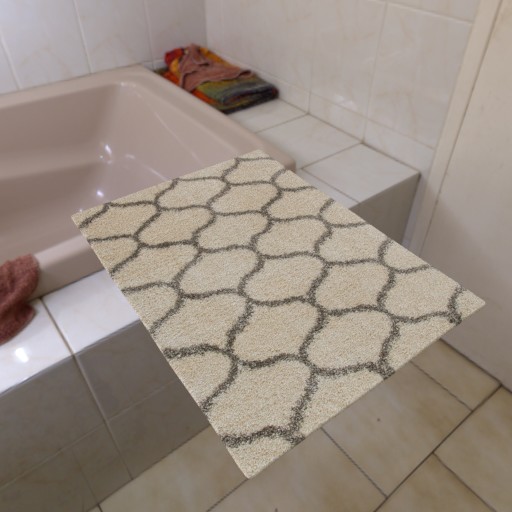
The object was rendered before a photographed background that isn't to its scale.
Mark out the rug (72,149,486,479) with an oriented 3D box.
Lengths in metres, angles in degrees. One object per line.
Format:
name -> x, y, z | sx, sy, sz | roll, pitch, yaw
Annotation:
rug -> 0.000, 0.000, 2.052 | 1.200, 0.025, 1.600 | -26, 48, -26
